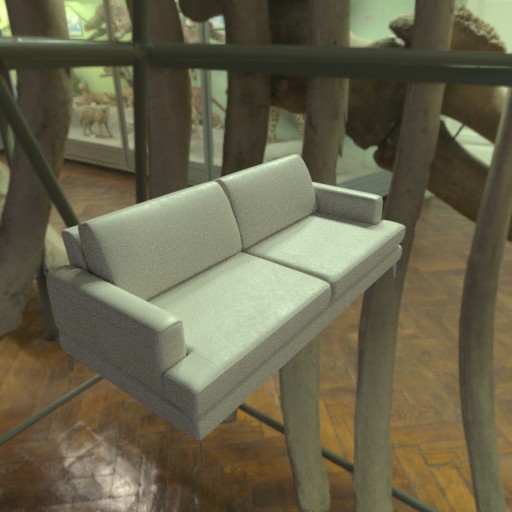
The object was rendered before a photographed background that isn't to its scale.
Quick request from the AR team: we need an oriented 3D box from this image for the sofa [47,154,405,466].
[{"bbox_3d":[0.000,0.000,2.423,0.974,0.765,1.940,18,31,33],"label":"sofa"}]
